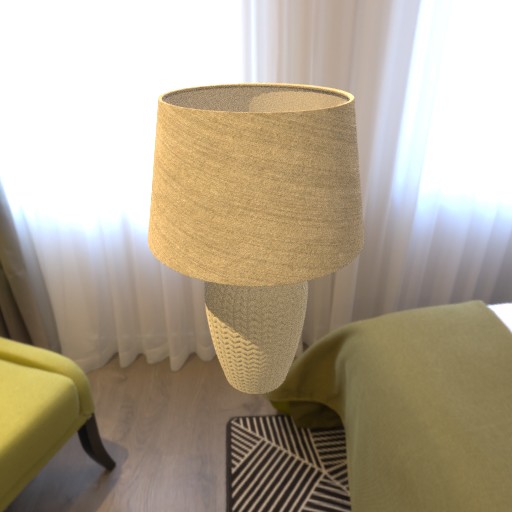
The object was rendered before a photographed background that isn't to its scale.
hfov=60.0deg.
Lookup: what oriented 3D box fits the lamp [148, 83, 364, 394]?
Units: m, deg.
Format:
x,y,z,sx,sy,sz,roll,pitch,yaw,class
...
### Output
x,y,z,sx,sy,sz,roll,pitch,yaw,class
0.000,0.000,0.841,0.390,0.580,0.390,0,28,0,lamp
